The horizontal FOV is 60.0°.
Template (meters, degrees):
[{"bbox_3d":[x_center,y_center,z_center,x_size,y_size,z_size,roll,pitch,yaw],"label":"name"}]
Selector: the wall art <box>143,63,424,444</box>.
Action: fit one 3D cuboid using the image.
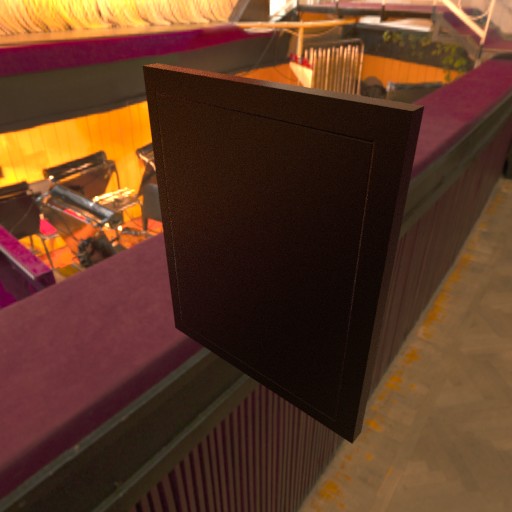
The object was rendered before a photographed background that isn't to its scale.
[{"bbox_3d":[0.000,0.000,0.751,0.461,0.558,0.031,24,39,34],"label":"wall art"}]
